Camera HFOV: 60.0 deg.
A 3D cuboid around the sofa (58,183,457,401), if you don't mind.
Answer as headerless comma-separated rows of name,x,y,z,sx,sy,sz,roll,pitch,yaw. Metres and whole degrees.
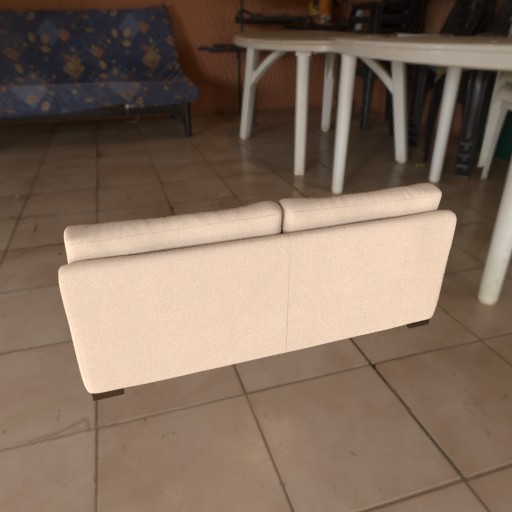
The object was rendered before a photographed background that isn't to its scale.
sofa,0.000,0.000,2.740,2.147,0.925,0.929,-9,29,-17
